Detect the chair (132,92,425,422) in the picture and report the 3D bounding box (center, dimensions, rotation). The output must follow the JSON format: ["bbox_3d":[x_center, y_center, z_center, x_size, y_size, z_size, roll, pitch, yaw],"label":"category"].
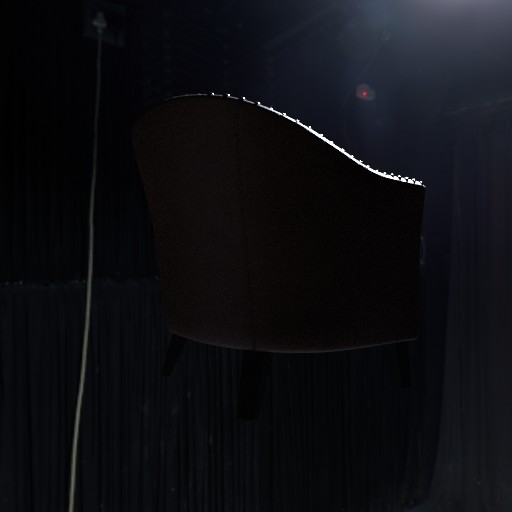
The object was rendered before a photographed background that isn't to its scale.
[{"bbox_3d":[0.000,0.000,1.438,0.748,0.823,0.794,0,0,-35],"label":"chair"}]
